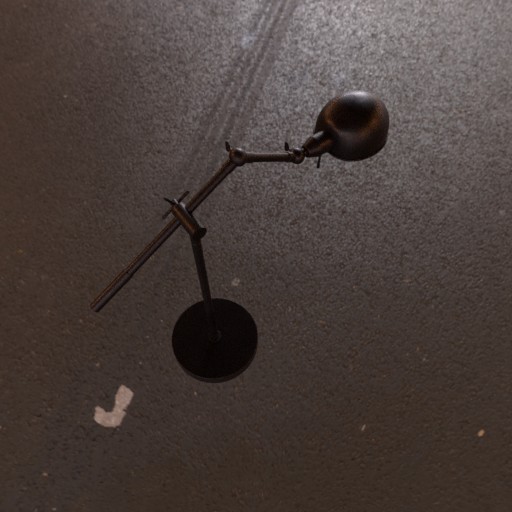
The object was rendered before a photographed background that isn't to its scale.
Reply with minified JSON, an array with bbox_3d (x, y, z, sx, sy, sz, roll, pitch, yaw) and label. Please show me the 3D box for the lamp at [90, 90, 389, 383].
[{"bbox_3d":[0.000,0.000,0.805,0.567,0.495,0.185,-32,62,-19],"label":"lamp"}]
